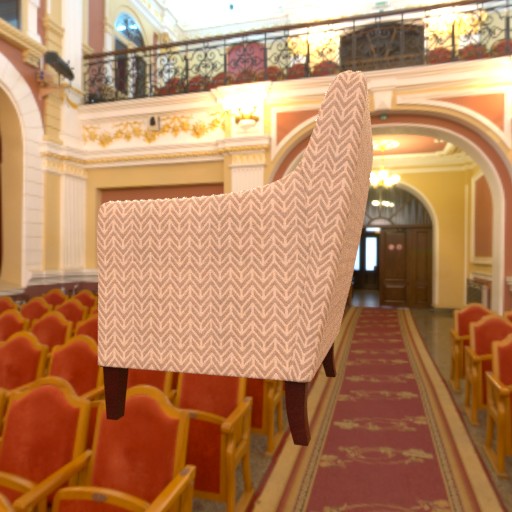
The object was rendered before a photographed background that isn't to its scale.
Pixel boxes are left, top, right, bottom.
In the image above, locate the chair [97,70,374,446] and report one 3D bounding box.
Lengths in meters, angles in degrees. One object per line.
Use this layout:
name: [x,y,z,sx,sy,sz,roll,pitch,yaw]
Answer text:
chair: [0.000,0.000,1.295,0.651,0.816,0.623,0,0,16]
